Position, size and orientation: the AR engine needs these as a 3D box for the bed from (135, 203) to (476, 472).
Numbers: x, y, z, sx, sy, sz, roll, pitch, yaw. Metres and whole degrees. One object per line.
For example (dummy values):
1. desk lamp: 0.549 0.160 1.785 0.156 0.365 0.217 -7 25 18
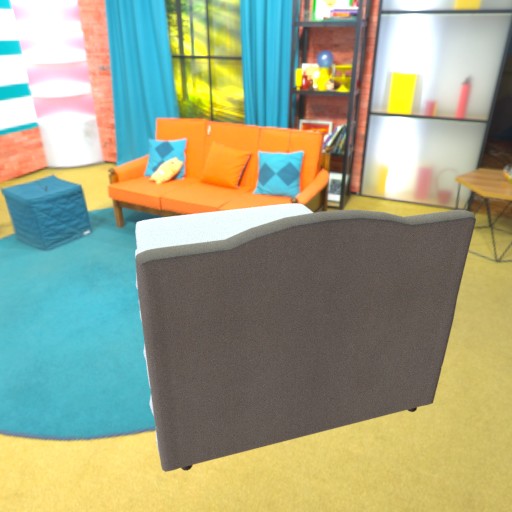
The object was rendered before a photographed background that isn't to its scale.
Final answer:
1. bed: 0.000 0.000 3.198 1.744 1.441 2.128 -8 29 -15
